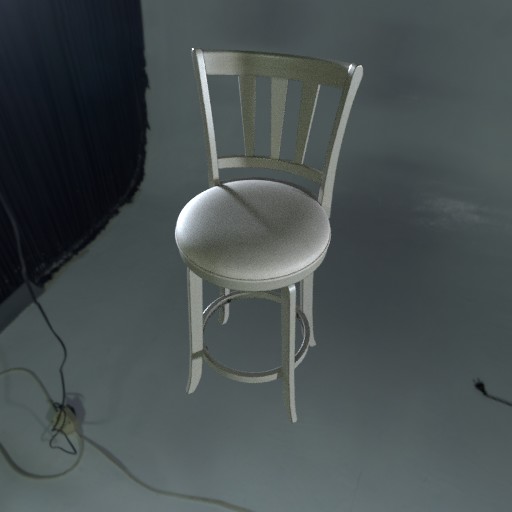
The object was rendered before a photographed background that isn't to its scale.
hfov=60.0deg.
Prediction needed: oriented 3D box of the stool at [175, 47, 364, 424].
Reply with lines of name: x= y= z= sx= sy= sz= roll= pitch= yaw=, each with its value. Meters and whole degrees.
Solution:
stool: x=0.000 y=0.000 z=1.312 sx=0.436 sy=1.042 sz=0.475 roll=11 pitch=43 yaw=13
